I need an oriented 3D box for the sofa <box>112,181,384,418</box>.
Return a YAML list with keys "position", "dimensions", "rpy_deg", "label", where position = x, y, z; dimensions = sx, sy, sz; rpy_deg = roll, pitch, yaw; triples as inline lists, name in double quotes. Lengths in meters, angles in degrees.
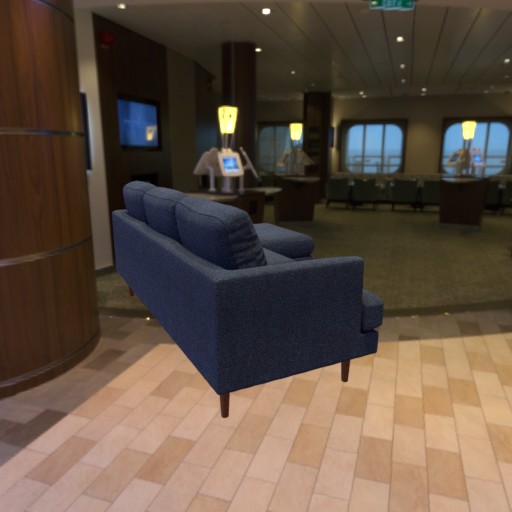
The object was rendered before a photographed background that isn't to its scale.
- position: [0.000, 0.000, 3.056]
  dimensions: [1.504, 0.956, 2.233]
  rpy_deg: [-7, 15, -27]
  label: "sofa"
